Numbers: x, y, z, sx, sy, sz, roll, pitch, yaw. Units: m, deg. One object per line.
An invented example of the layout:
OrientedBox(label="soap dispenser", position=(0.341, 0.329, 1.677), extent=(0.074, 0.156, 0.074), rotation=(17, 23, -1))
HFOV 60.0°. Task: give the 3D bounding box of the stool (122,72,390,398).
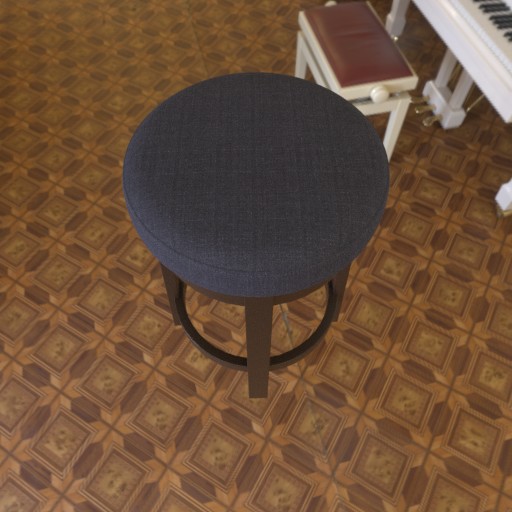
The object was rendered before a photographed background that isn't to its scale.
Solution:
OrientedBox(label="stool", position=(0.000, 0.000, 0.958), extent=(0.449, 0.655, 0.449), rotation=(0, 59, 0))
